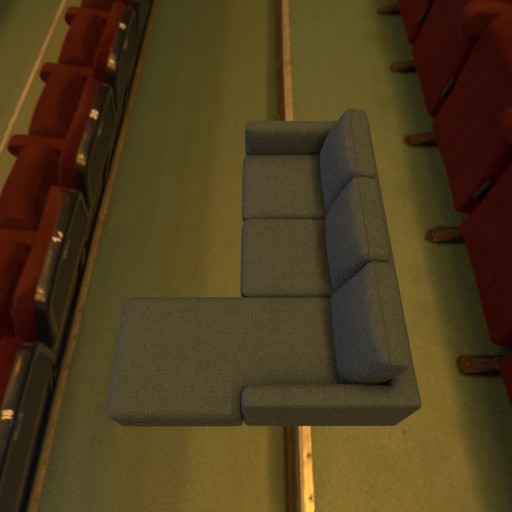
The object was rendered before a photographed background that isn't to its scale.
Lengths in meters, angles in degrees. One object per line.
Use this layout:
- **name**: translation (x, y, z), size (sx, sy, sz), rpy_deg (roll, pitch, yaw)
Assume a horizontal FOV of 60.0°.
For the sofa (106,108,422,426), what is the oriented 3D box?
- **sofa**: translation (0.000, 0.000, 2.925), size (1.667, 0.957, 2.055), rpy_deg (0, 59, 0)
